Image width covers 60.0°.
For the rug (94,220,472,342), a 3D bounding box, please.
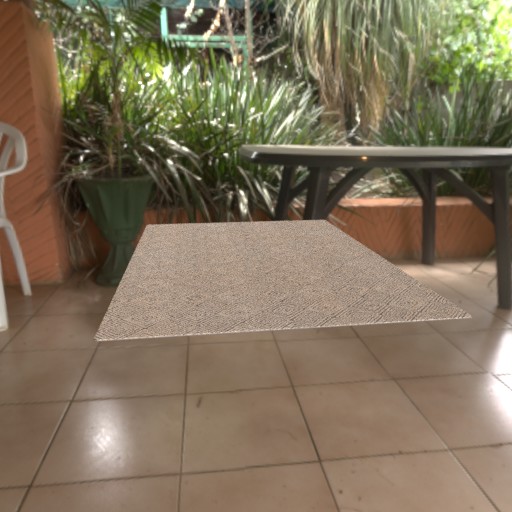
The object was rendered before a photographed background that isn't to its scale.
[{"bbox_3d":[0.000,0.000,2.891,1.593,0.008,2.238,-2,16,-8],"label":"rug"}]
